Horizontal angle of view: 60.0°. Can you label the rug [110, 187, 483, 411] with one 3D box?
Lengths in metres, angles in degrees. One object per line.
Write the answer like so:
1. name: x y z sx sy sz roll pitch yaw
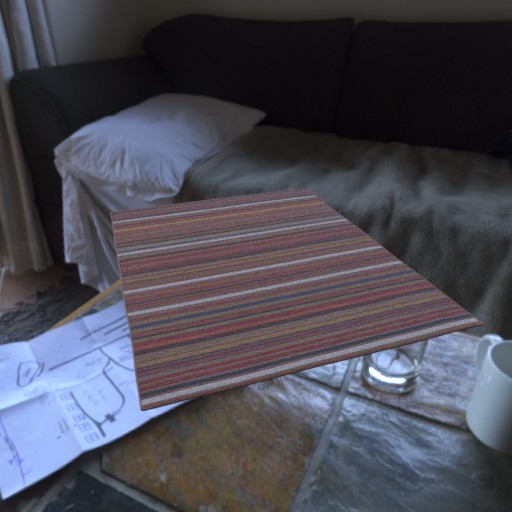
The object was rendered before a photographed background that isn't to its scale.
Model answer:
1. rug: 0.000 0.000 4.161 2.479 0.023 3.092 -9 30 -17
